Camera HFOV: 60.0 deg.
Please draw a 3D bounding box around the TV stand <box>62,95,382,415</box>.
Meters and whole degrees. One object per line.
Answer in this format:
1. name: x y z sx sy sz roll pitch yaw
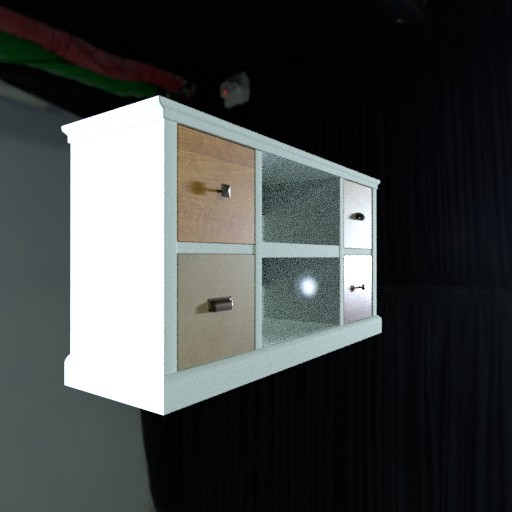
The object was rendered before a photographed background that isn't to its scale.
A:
1. TV stand: 0.000 0.000 1.458 0.424 0.624 1.187 0 0 36
